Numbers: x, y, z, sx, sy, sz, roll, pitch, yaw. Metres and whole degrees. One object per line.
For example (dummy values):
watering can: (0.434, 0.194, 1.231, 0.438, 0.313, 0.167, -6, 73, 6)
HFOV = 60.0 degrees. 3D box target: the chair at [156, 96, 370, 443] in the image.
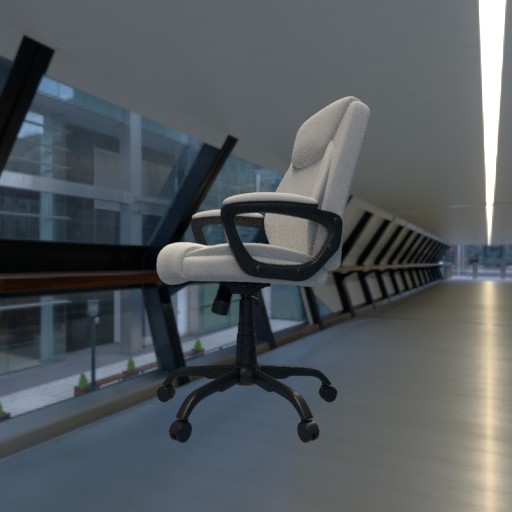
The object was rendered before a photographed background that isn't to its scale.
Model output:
chair: (0.000, 0.000, 1.540, 0.669, 1.065, 0.663, 0, 0, -18)
